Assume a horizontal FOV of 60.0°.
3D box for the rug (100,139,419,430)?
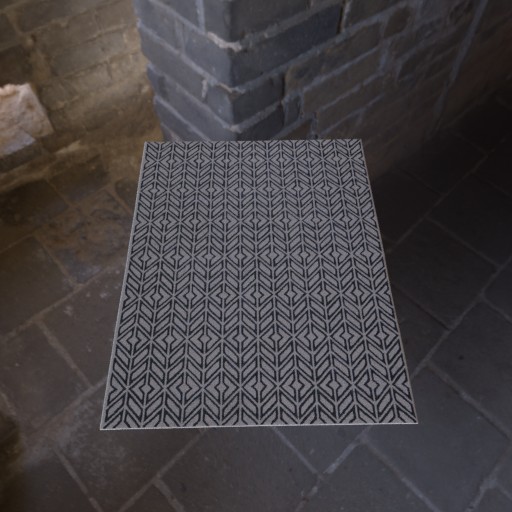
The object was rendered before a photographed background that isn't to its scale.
[{"bbox_3d":[0.000,0.000,4.164,2.421,0.008,3.045,-1,58,-1],"label":"rug"}]
